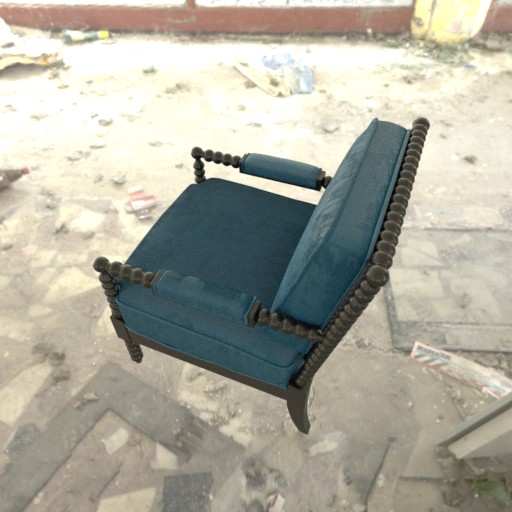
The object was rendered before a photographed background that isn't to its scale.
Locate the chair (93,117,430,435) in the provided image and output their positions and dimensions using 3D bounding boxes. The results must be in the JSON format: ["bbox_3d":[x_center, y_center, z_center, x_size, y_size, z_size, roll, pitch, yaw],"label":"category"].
[{"bbox_3d":[0.000,0.000,1.446,0.805,0.857,0.688,17,50,15],"label":"chair"}]
